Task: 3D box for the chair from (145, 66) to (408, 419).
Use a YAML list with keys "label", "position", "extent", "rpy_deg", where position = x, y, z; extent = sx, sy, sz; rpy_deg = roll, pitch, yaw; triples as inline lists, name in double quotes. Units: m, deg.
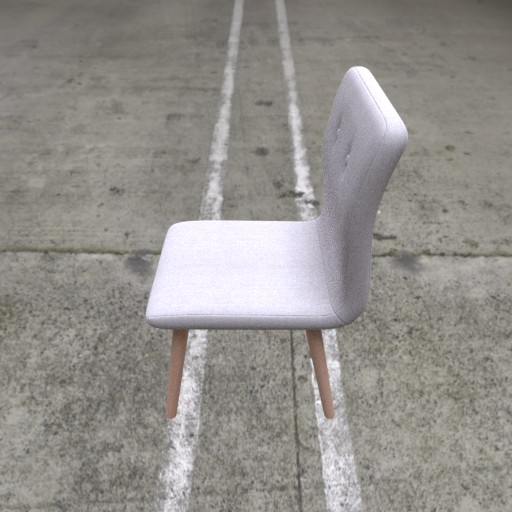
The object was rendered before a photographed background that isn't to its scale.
- label: "chair"
  position: [0.000, 0.000, 1.196]
  extent: [0.550, 0.885, 0.435]
  rpy_deg: [0, 39, 0]
